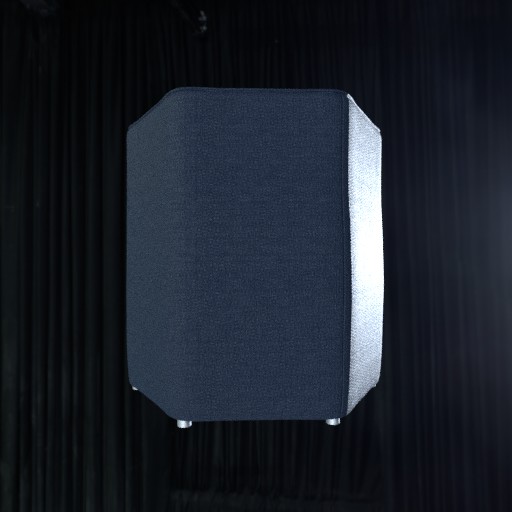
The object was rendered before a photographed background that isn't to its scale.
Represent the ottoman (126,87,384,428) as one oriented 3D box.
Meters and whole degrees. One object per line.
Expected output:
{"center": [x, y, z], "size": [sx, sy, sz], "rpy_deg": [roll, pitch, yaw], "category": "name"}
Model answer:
{"center": [0.000, 0.000, 0.856], "size": [0.492, 0.505, 0.454], "rpy_deg": [0, 0, 2], "category": "ottoman"}
